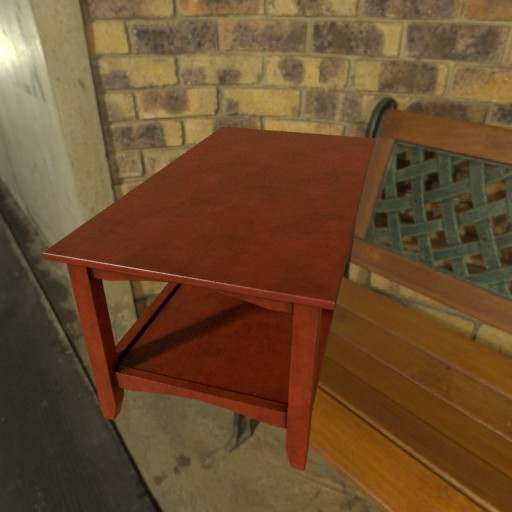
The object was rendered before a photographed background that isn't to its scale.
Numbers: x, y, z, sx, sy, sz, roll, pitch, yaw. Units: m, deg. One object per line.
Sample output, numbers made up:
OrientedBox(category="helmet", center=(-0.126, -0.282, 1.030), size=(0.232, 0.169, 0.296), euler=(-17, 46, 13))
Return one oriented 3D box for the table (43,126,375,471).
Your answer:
OrientedBox(category="table", center=(0.000, 0.000, 1.243), size=(0.533, 0.456, 0.943), euler=(9, 31, 14))
